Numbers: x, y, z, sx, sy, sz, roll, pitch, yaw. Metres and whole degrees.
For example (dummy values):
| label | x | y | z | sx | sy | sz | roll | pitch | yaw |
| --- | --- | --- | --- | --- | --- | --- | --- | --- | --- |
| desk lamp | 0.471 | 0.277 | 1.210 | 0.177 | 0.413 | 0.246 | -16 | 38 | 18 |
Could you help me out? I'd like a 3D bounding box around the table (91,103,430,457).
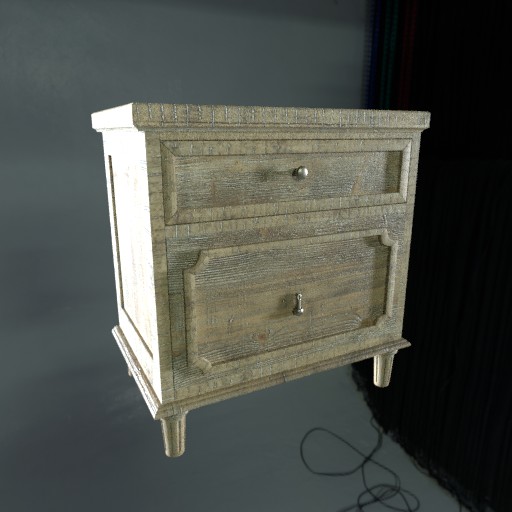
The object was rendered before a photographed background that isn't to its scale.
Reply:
| label | x | y | z | sx | sy | sz | roll | pitch | yaw |
| --- | --- | --- | --- | --- | --- | --- | --- | --- | --- |
| table | 0.000 | 0.000 | 1.153 | 0.686 | 0.711 | 0.457 | -8 | 17 | -26 |
